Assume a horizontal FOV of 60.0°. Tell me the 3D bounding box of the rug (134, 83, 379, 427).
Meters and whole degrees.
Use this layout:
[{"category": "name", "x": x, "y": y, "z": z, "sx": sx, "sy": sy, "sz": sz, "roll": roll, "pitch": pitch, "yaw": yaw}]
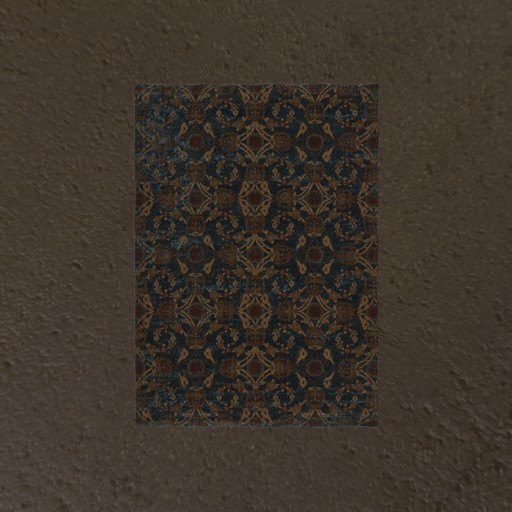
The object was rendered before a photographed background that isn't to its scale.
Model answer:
[{"category": "rug", "x": 0.000, "y": 0.000, "z": 4.245, "sx": 2.337, "sy": 0.013, "sz": 3.291, "roll": 0, "pitch": 91, "yaw": 0}]
